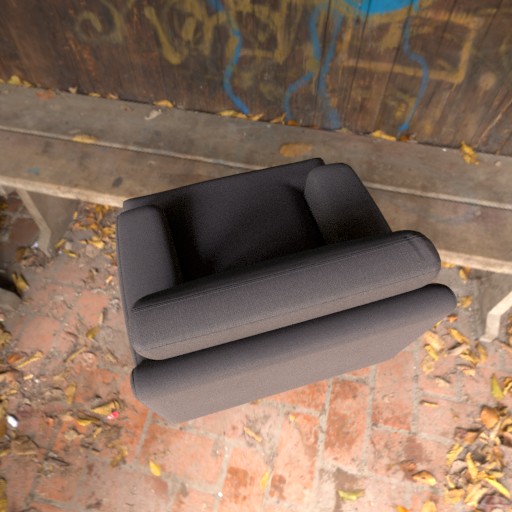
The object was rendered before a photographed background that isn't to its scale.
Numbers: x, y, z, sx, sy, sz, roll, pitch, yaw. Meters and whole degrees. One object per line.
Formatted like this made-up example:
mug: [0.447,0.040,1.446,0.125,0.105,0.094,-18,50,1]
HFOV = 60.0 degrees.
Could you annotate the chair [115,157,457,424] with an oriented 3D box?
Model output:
chair: [0.000,0.000,1.944,1.168,0.940,1.143,-14,59,-9]
